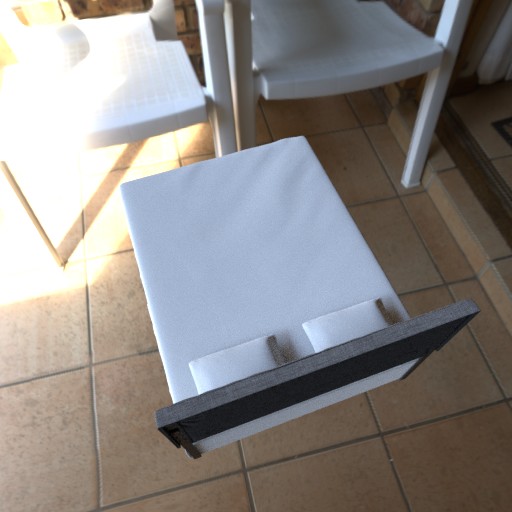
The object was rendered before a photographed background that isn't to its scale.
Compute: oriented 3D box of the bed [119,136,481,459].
[{"bbox_3d":[0.000,0.000,2.945,1.621,1.168,1.958,-17,60,-10],"label":"bed"}]
